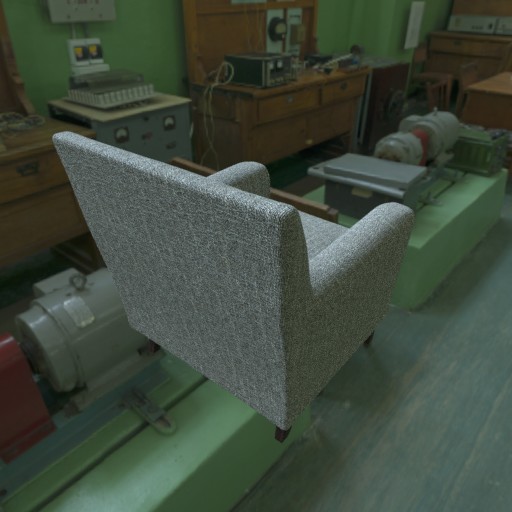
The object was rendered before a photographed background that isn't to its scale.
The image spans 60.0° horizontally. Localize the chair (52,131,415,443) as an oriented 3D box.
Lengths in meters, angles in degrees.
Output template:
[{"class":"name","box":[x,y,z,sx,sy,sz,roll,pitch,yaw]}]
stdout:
[{"class":"chair","box":[0.000,0.000,1.599,0.864,0.928,0.873,23,39,33]}]
